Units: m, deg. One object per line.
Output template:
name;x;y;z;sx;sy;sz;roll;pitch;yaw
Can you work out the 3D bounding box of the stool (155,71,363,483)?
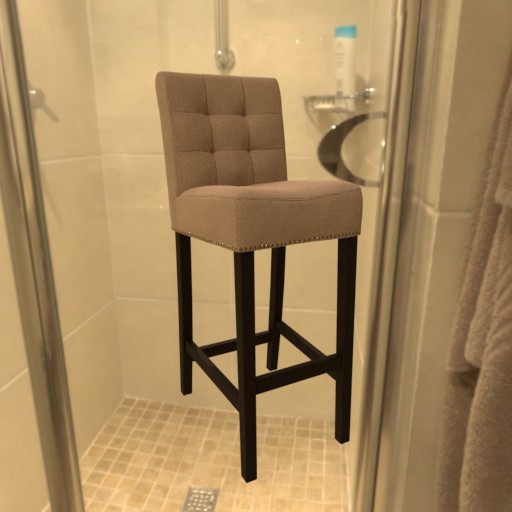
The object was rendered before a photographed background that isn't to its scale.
stool;0.000;0.000;1.316;0.411;1.047;0.548;-8;18;-27
